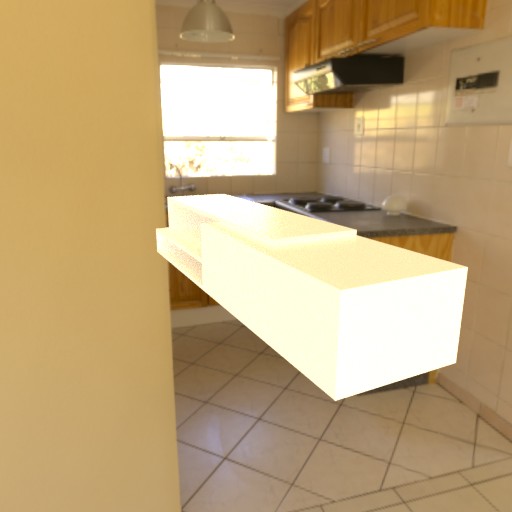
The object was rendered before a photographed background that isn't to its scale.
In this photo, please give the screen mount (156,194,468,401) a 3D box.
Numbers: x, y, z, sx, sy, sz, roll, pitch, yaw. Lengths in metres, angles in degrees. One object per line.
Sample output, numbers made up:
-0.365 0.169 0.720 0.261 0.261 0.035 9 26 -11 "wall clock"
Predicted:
0.000 0.000 1.853 0.420 0.320 1.680 -7 16 -26 "screen mount"
